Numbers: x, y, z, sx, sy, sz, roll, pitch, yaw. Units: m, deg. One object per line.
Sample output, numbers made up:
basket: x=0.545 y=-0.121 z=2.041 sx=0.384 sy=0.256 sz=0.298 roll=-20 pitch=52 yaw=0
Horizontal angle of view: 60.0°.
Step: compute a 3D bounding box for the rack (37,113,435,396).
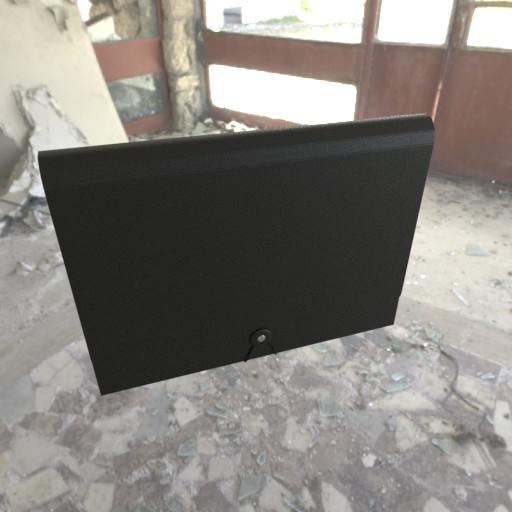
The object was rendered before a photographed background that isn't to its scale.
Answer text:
rack: x=0.000 y=0.000 z=0.427 sx=0.330 sy=0.241 sz=0.041 roll=-10 pitch=34 yaw=-15
